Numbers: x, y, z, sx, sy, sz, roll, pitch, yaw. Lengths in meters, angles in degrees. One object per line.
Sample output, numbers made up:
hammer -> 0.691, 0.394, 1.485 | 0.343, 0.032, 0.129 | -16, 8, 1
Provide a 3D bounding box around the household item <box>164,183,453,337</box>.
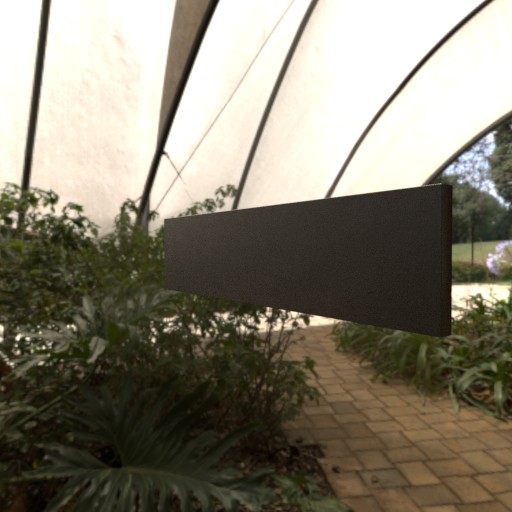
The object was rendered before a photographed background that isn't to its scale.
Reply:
household item -> 0.000, 0.000, 1.090 | 0.030, 0.236, 1.001 | -1, 1, -36
